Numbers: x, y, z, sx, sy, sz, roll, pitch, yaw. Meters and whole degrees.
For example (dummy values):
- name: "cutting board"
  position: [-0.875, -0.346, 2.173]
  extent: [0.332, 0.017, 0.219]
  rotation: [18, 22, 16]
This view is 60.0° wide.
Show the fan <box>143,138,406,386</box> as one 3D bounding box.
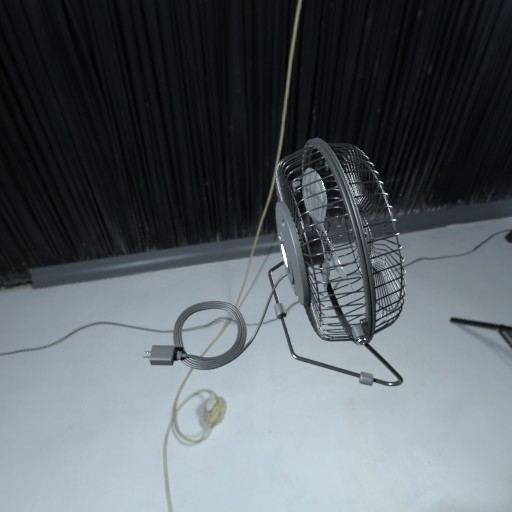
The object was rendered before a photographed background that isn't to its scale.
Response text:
- name: "fan"
  position: [0.000, 0.000, 0.387]
  extent: [0.227, 0.188, 0.209]
  rotation: [-8, 48, -8]
